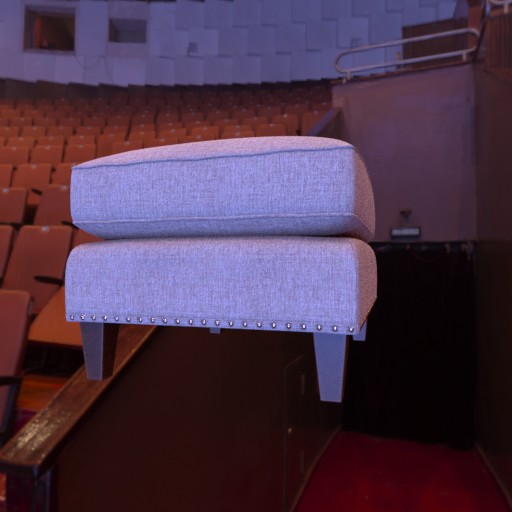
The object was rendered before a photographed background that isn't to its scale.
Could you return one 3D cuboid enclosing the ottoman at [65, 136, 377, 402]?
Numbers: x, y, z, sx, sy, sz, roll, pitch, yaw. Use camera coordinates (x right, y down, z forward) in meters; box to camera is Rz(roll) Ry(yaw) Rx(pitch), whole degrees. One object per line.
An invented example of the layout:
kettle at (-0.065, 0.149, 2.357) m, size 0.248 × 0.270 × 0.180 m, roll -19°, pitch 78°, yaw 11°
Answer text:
ottoman at (0.000, 0.000, 1.153) m, size 0.584 × 0.513 × 0.741 m, roll 0°, pitch -1°, yaw 17°
